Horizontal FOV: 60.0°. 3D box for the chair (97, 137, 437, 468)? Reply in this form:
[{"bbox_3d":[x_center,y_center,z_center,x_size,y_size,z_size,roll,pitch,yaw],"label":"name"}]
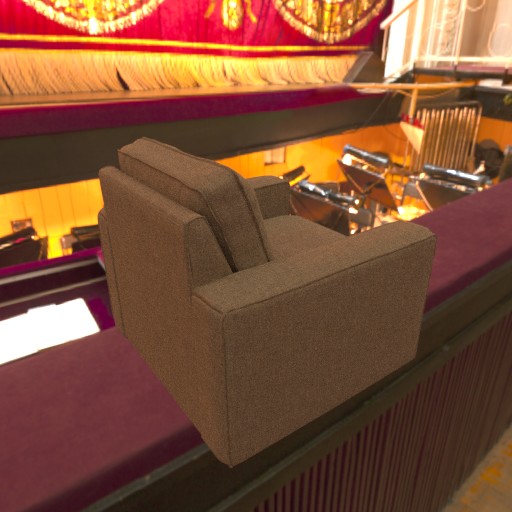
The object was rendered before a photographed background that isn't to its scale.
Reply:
[{"bbox_3d":[0.000,0.000,1.765,0.940,0.914,1.016,-17,30,-32],"label":"chair"}]
